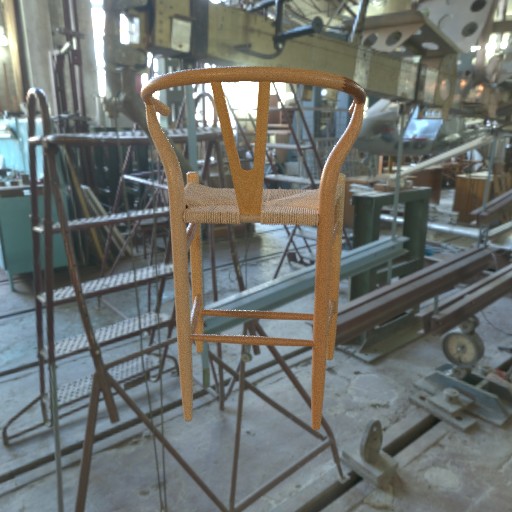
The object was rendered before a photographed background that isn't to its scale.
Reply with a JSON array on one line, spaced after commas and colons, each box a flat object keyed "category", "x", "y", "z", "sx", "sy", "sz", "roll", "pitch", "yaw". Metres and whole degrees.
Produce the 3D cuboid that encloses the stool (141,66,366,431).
[{"category": "stool", "x": 0.000, "y": 0.000, "z": 1.245, "sx": 0.536, "sy": 0.923, "sz": 0.575, "roll": 2, "pitch": 17, "yaw": 6}]
